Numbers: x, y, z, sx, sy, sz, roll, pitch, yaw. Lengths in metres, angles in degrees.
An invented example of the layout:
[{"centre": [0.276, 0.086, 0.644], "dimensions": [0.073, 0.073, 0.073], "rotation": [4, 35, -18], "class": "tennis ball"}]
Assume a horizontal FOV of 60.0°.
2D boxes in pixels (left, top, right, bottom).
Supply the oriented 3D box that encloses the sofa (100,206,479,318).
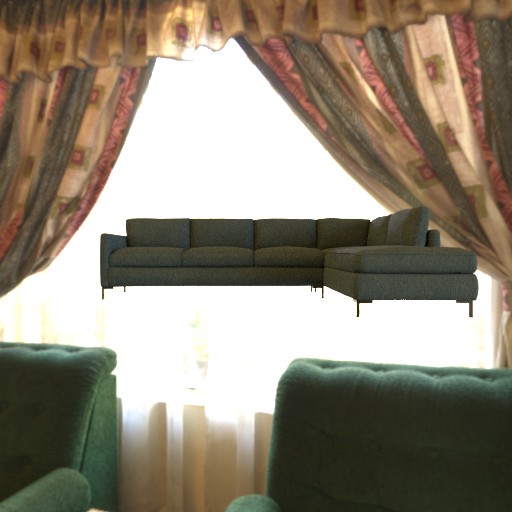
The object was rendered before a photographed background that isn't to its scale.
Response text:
[{"centre": [0.000, 0.000, 3.898], "dimensions": [2.949, 0.815, 2.007], "rotation": [0, 0, 0], "class": "sofa"}]
